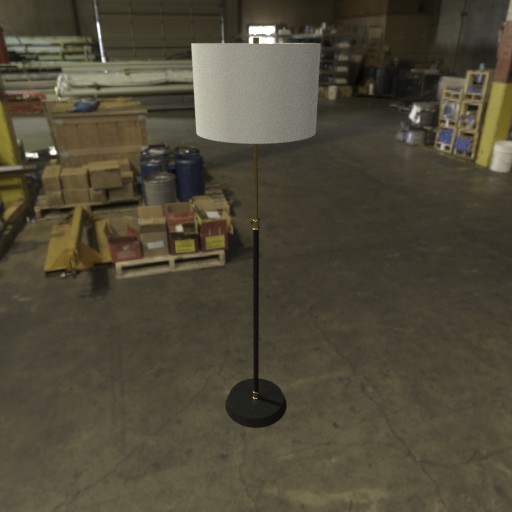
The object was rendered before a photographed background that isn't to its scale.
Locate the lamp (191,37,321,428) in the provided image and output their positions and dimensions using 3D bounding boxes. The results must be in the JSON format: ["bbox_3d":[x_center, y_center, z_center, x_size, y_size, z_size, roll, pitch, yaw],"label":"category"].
[{"bbox_3d":[0.000,0.000,1.717,0.404,1.517,0.404,-7,27,-15],"label":"lamp"}]
